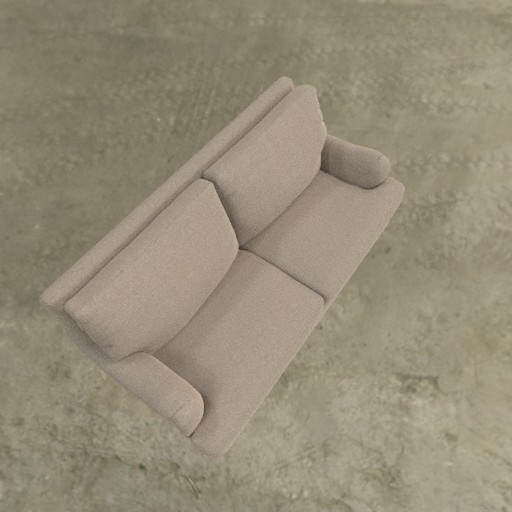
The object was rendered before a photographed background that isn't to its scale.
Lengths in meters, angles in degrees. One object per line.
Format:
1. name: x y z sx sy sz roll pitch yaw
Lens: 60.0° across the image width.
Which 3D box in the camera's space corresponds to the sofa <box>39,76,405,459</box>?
1. sofa: 0.000 0.000 2.772 1.087 1.054 2.160 32 63 18
